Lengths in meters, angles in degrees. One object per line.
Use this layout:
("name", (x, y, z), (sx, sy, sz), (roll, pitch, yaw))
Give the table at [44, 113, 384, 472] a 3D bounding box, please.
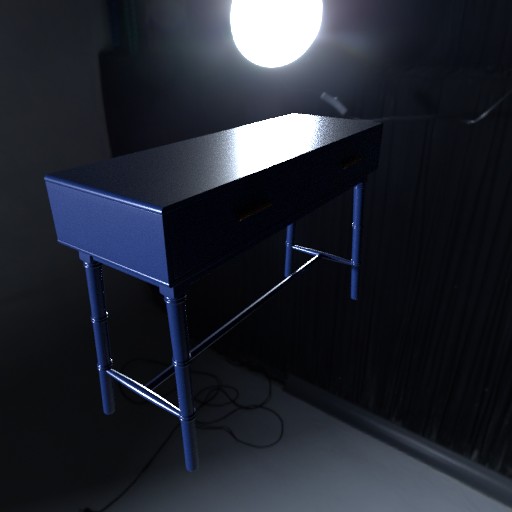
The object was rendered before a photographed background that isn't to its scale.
("table", (0.000, 0.000, 1.483), (0.399, 0.749, 1.118), (17, 31, 31))
